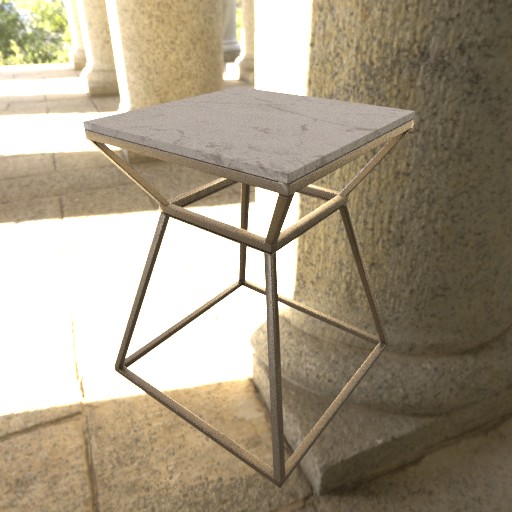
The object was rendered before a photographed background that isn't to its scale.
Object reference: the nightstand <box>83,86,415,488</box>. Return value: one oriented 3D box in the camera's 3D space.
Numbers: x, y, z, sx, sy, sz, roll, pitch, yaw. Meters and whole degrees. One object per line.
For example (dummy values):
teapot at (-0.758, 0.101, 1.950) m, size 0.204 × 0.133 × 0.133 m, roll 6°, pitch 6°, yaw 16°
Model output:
nightstand at (0.000, 0.000, 0.896) m, size 0.455 × 0.554 × 0.455 m, roll 21°, pitch 37°, yaw 32°
